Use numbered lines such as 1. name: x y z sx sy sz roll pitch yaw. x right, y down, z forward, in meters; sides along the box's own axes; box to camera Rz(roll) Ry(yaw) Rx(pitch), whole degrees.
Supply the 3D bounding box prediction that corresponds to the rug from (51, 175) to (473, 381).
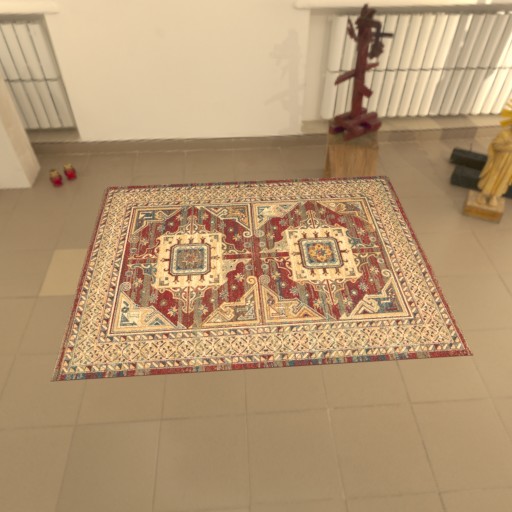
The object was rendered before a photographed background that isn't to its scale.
1. rug: 0.000 0.000 4.176 3.197 0.013 2.381 -3 45 -3
